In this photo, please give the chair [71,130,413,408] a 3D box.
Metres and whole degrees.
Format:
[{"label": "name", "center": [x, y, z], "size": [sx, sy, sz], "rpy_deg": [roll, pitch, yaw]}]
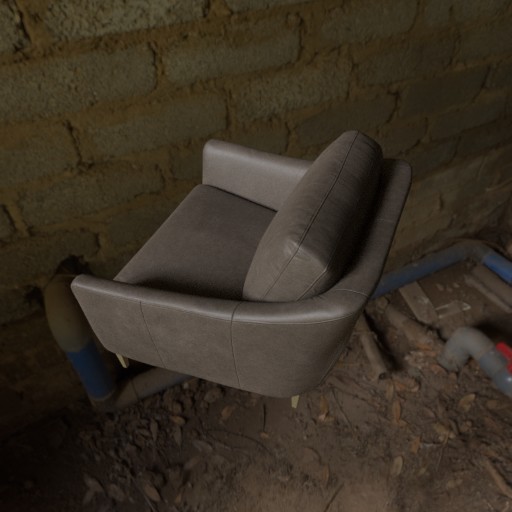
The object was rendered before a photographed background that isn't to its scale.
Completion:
[{"label": "chair", "center": [0.000, 0.000, 1.743], "size": [0.961, 0.901, 0.988], "rpy_deg": [18, 48, 16]}]
